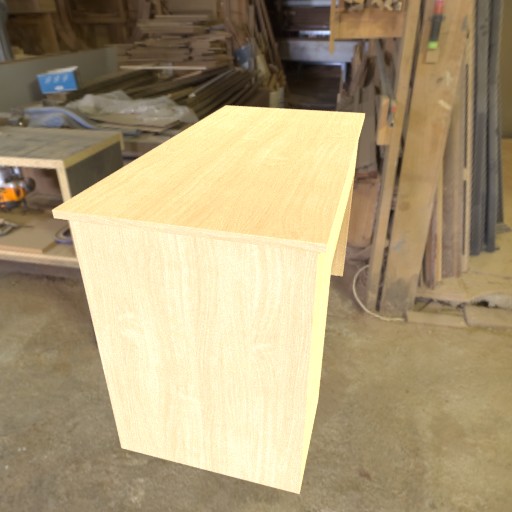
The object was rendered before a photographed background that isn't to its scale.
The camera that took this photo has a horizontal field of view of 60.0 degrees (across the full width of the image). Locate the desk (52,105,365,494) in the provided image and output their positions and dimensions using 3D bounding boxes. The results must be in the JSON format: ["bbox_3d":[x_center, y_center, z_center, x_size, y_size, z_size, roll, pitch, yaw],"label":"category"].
[{"bbox_3d":[0.000,0.000,1.478,0.560,0.735,1.097,8,31,13],"label":"desk"}]
